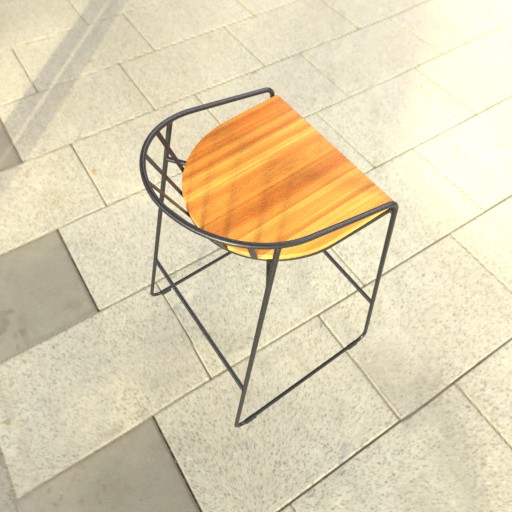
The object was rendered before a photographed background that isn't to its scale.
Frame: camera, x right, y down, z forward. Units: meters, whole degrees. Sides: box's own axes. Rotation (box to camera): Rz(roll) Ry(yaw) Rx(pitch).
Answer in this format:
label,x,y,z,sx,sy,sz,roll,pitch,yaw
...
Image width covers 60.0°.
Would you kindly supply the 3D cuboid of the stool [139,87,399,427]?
label,x,y,z,sx,sy,sz,roll,pitch,yaw
stool,0.000,0.000,1.188,0.521,0.812,0.546,-31,63,-17
